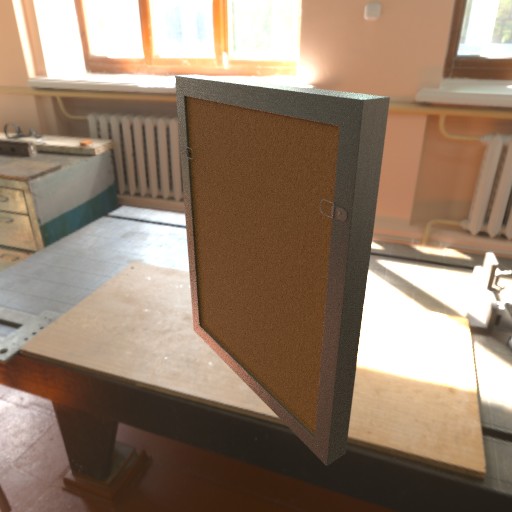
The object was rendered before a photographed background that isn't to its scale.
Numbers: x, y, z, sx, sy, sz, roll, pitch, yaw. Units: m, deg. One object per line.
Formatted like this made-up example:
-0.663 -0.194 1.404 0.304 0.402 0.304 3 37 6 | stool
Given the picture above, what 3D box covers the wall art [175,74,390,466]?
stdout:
0.000 0.000 0.521 0.030 0.379 0.308 -17 31 -31 | wall art
